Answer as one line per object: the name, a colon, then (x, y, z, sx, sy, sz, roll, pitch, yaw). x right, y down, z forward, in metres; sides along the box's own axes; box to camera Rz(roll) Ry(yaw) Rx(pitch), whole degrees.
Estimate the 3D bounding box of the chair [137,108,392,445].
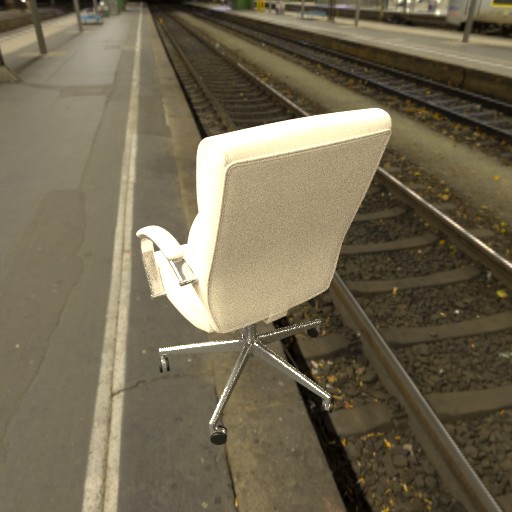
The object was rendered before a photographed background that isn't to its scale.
chair: (0.000, 0.000, 1.612, 0.727, 1.099, 0.745, -19, 35, -28)
